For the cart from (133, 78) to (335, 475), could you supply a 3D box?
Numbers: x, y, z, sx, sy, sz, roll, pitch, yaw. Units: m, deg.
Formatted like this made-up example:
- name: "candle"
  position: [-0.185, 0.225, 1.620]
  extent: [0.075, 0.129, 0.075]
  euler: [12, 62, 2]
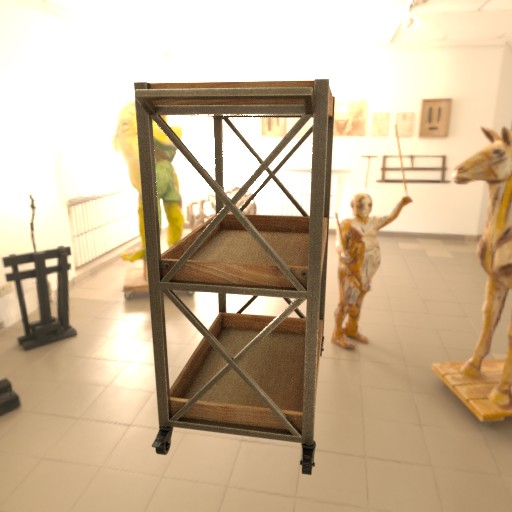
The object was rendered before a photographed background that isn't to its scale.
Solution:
- name: "cart"
  position: [0.000, 0.000, 1.192]
  extent: [0.377, 0.835, 0.673]
  euler: [3, 17, 10]
